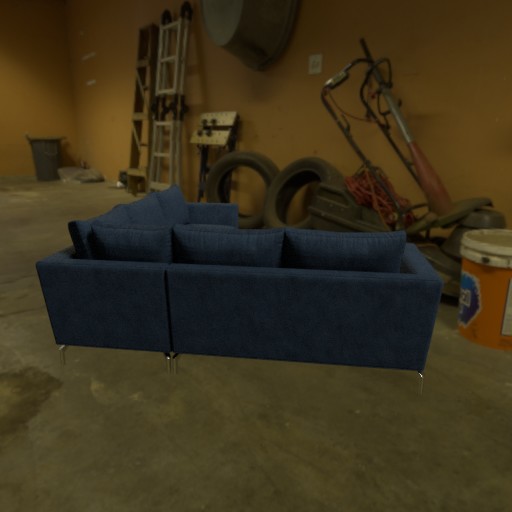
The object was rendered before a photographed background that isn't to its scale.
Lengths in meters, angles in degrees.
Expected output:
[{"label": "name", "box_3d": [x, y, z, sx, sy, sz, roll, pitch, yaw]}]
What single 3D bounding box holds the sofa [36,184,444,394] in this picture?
[{"label": "sofa", "box_3d": [0.000, 0.000, 3.860, 2.472, 0.988, 2.463, 2, 16, 8]}]
